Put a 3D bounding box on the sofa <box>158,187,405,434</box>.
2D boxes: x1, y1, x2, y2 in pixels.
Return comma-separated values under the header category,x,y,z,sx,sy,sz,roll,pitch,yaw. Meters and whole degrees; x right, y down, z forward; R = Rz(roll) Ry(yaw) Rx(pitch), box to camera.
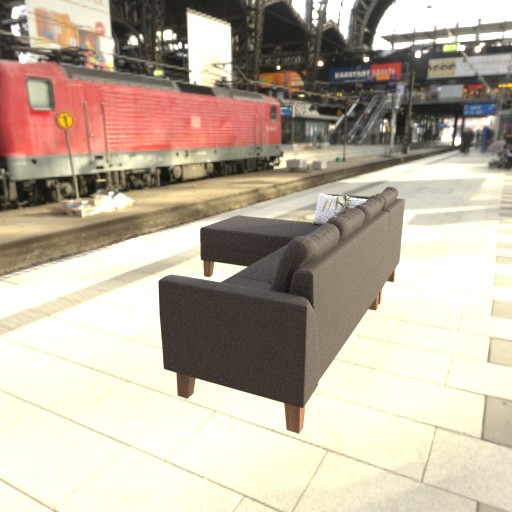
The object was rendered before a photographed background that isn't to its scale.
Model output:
category,x,y,z,sx,sy,sz,roll,pitch,yaw
sofa,0.000,0.000,3.493,1.829,0.932,2.679,8,17,26
